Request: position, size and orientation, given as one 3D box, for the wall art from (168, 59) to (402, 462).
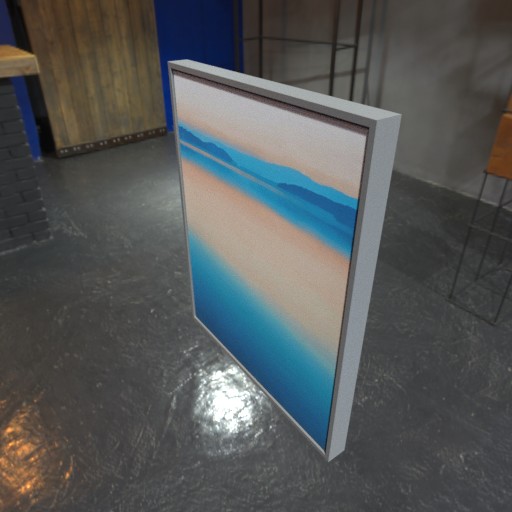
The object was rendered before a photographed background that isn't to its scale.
[{"bbox_3d":[0.000,0.000,0.744,0.037,0.554,0.453,-21,38,-30],"label":"wall art"}]
